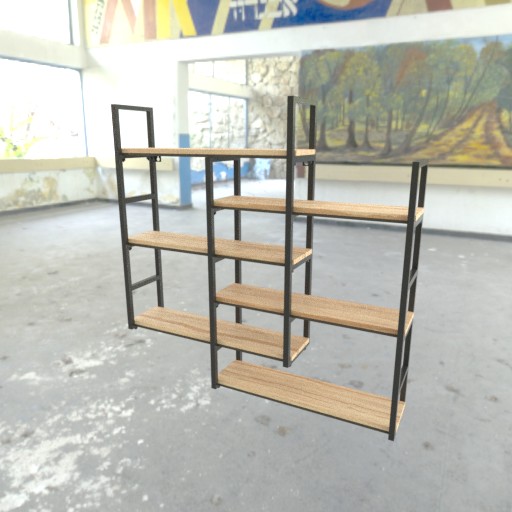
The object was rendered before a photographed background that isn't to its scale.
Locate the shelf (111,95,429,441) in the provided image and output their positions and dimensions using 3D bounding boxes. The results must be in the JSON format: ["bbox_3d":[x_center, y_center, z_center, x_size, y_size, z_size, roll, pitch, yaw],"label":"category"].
[{"bbox_3d":[0.000,0.000,1.388,0.946,0.921,0.183,7,16,26],"label":"shelf"}]
